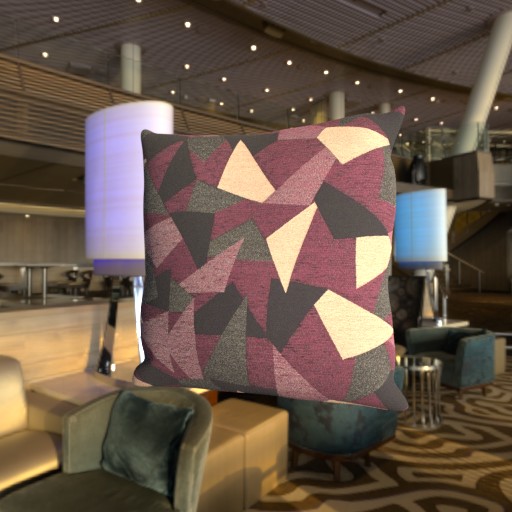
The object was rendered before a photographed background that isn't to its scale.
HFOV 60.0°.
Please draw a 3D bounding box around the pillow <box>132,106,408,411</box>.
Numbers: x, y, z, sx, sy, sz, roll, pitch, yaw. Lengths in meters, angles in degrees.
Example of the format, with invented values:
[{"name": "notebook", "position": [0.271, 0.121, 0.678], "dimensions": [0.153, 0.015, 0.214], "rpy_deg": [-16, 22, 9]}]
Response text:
[{"name": "pillow", "position": [0.000, 0.000, 0.779], "dimensions": [0.503, 0.496, 0.208], "rpy_deg": [0, -1, 18]}]
